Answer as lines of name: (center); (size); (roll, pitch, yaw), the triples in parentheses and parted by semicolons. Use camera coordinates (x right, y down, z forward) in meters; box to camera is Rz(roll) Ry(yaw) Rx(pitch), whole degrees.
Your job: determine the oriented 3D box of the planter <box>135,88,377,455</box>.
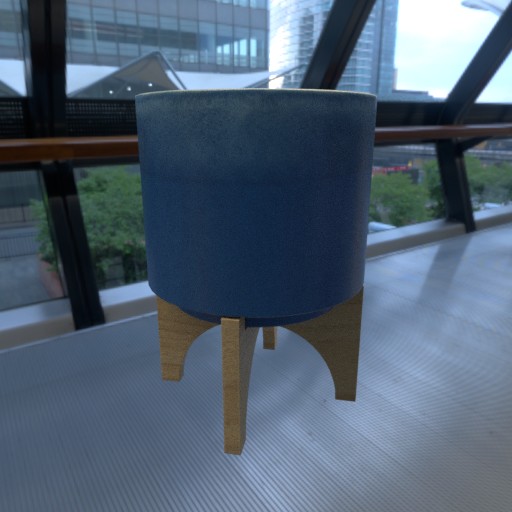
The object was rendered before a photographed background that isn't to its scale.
planter: (0.000, 0.000, 0.544); (0.261, 0.367, 0.261); (0, 16, 0)
